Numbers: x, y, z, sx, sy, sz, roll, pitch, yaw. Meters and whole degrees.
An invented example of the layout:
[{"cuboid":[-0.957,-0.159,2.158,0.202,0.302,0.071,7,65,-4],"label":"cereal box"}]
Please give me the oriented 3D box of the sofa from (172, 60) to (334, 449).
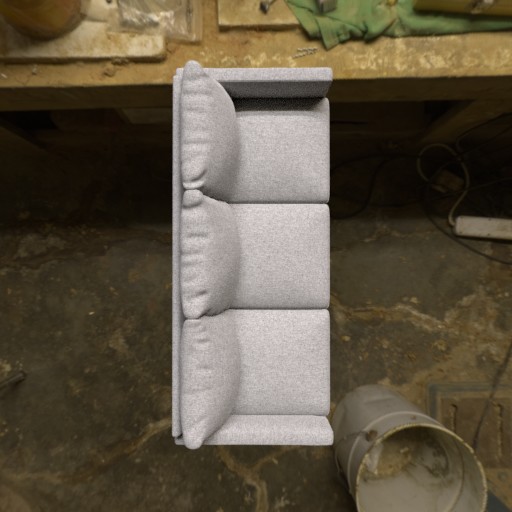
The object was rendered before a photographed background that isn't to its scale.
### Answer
[{"cuboid":[0.000,0.000,2.491,0.850,0.830,2.000,0,89,0],"label":"sofa"}]
